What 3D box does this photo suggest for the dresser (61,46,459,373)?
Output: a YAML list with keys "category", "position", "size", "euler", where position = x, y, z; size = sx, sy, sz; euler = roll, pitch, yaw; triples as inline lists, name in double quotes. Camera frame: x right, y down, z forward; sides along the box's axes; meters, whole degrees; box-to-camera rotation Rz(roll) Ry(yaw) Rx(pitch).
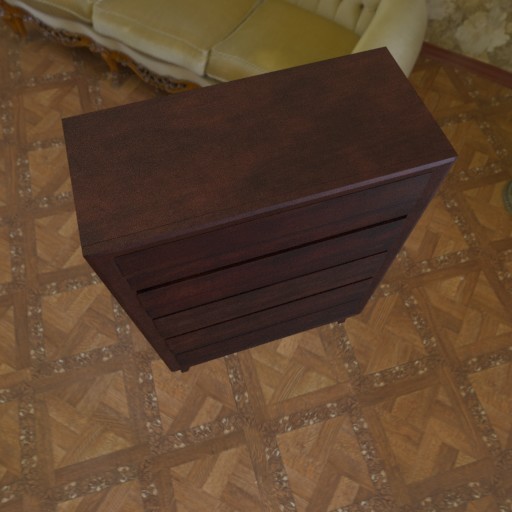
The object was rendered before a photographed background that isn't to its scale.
- category: "dresser"
  position: [0.000, 0.000, 1.975]
  size: [1.072, 1.514, 0.506]
  euler: [-16, 64, -8]
